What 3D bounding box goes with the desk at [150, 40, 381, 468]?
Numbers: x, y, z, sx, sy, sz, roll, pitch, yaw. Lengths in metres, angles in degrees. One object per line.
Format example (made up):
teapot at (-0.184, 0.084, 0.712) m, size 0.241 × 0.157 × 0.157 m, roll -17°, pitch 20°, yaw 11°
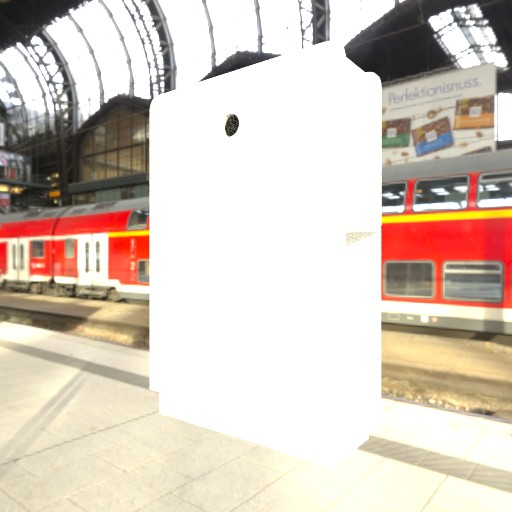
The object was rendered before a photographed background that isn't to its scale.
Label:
desk at (0.000, 0.000, 1.545) m, size 0.795 × 1.190 × 0.278 m, roll 0°, pitch 0°, yaw 37°
